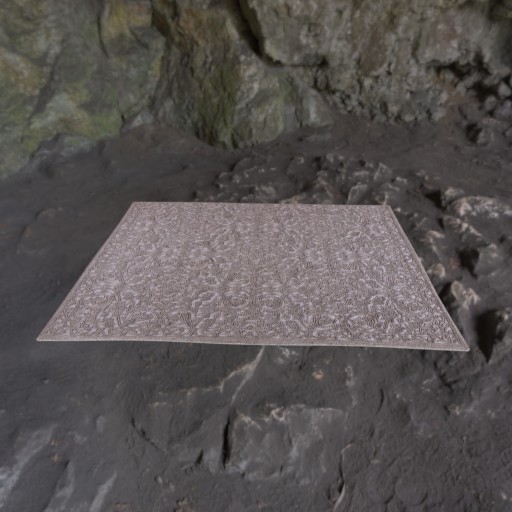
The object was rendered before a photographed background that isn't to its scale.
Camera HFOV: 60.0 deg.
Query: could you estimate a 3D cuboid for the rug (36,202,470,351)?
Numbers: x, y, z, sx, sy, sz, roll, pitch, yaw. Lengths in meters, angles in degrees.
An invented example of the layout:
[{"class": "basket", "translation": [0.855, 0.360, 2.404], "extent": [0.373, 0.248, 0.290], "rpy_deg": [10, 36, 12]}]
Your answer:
[{"class": "rug", "translation": [0.000, 0.000, 4.129], "extent": [3.017, 0.035, 2.472], "rpy_deg": [1, 30, 2]}]
